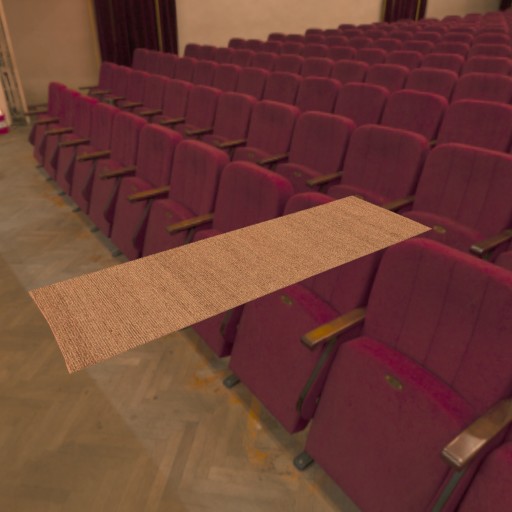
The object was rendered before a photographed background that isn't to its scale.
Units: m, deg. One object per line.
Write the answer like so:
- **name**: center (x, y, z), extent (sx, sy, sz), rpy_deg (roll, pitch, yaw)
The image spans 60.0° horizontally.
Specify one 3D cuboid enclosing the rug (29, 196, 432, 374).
- **rug**: center (0.000, 0.000, 2.654), extent (2.390, 0.014, 0.741), rpy_deg (-19, 34, -30)
